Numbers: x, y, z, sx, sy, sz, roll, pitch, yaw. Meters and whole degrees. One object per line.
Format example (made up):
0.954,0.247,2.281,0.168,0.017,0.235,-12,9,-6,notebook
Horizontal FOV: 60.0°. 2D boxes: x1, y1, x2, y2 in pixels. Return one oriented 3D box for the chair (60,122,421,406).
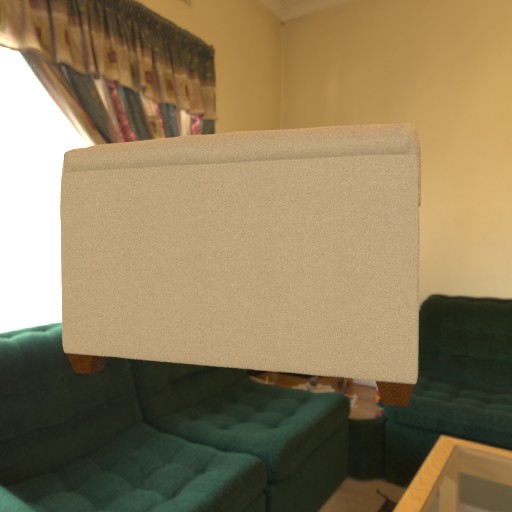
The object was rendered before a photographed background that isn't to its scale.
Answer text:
0.000,0.000,2.052,1.383,0.948,1.000,1,2,17,chair
